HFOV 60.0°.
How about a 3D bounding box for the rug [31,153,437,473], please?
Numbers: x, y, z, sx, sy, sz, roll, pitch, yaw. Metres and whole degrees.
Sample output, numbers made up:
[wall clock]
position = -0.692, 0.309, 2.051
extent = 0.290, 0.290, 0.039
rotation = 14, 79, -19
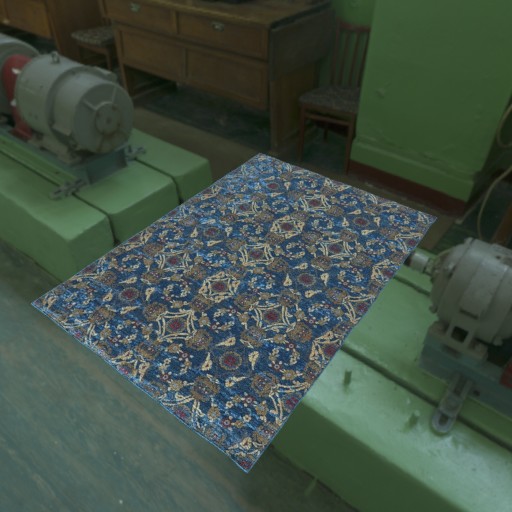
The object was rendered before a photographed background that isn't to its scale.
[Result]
[rug]
position = 0.000, 0.000, 4.237
extent = 2.337, 0.013, 3.291
rotation = 26, 48, 27
